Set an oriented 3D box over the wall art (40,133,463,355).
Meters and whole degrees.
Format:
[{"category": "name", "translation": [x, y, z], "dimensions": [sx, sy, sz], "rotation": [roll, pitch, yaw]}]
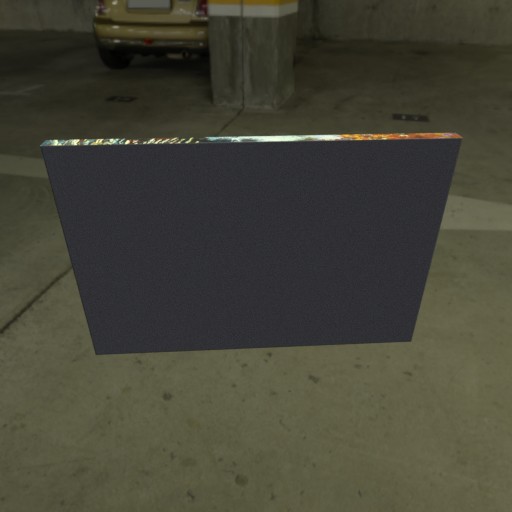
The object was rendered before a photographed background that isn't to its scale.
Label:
[{"category": "wall art", "translation": [0.000, 0.000, 1.128], "dimensions": [0.908, 0.604, 0.037], "rotation": [-2, 32, -3]}]
